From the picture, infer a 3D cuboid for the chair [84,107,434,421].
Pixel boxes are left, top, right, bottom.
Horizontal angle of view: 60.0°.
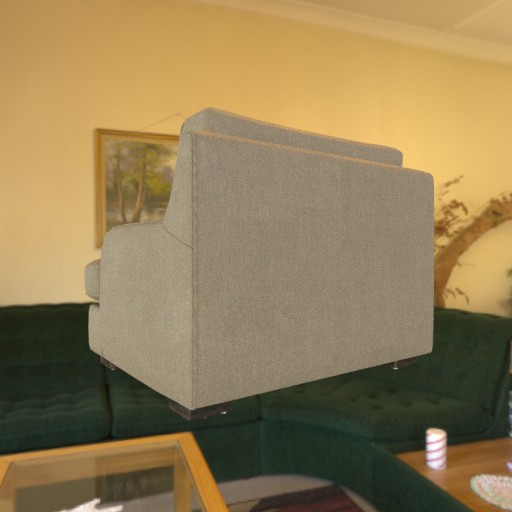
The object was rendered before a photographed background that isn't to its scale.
[{"bbox_3d":[0.000,0.000,1.996,1.270,0.974,1.043,-1,1,-36],"label":"chair"}]
